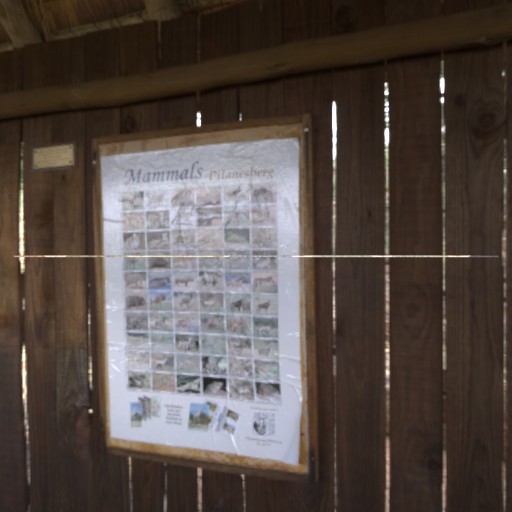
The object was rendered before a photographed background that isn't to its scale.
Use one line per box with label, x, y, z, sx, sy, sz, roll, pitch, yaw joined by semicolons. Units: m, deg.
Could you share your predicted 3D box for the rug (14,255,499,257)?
rug;0.000;0.000;2.848;2.284;0.006;1.521;0;0;0
